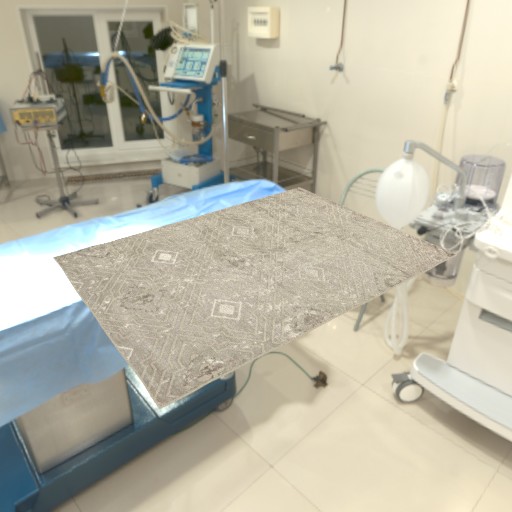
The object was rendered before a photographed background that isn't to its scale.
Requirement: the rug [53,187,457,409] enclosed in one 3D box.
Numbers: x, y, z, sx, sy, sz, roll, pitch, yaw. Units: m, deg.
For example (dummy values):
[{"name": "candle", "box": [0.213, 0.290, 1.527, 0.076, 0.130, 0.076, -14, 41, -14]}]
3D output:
[{"name": "rug", "box": [0.000, 0.000, 4.533, 3.359, 0.020, 2.448, -20, 35, -31]}]
